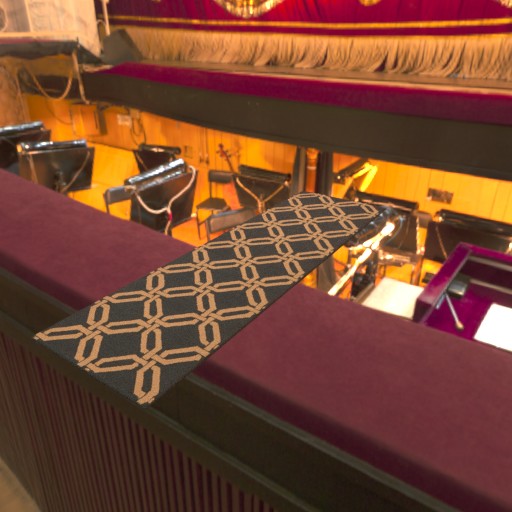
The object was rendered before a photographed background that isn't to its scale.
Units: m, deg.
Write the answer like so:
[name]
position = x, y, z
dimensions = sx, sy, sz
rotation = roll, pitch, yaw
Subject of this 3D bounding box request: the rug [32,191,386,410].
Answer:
[rug]
position = 0.000, 0.000, 2.483
dimensions = 0.678, 0.014, 2.276
rotation = 17, 32, 31
